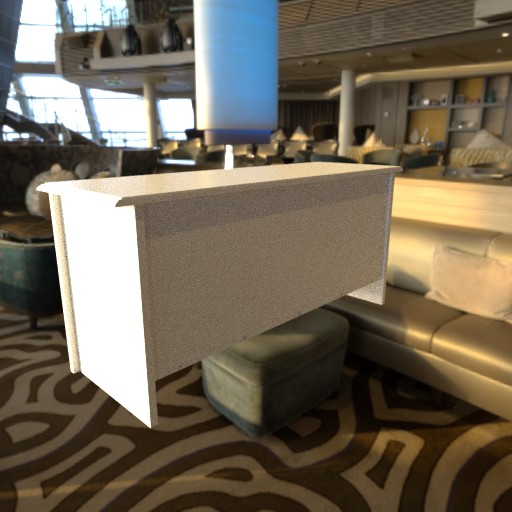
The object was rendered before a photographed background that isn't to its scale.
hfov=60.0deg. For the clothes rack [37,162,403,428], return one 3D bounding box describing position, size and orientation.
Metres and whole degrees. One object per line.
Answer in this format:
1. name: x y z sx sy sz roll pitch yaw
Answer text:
1. clothes rack: 0.000 0.000 1.506 0.405 0.558 1.218 15 21 42
